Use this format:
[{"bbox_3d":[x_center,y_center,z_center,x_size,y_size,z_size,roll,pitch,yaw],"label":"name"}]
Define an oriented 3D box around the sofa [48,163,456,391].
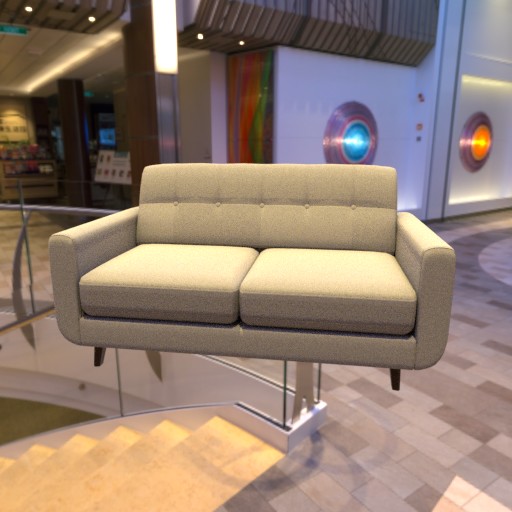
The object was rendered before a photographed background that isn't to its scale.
[{"bbox_3d":[0.000,0.000,2.242,1.655,0.892,0.980,2,14,9],"label":"sofa"}]
